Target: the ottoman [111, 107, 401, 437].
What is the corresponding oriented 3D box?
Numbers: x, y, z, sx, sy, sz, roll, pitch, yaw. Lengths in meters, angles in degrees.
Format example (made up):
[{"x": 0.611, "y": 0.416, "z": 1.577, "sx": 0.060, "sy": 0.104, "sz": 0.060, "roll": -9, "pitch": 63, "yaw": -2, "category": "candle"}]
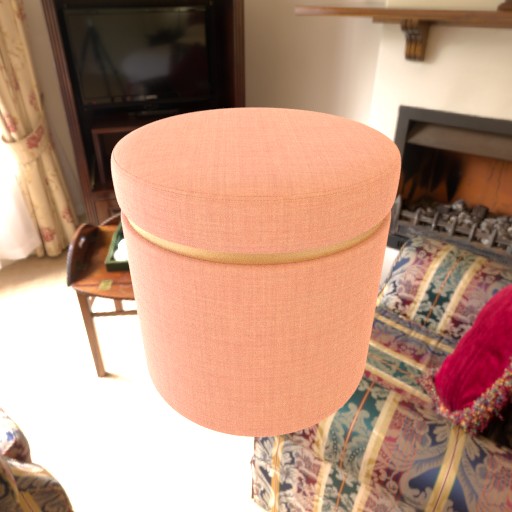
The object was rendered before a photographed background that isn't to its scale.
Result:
[{"x": 0.000, "y": 0.000, "z": 0.721, "sx": 0.400, "sy": 0.406, "sz": 0.400, "roll": 0, "pitch": 31, "yaw": 0, "category": "ottoman"}]
